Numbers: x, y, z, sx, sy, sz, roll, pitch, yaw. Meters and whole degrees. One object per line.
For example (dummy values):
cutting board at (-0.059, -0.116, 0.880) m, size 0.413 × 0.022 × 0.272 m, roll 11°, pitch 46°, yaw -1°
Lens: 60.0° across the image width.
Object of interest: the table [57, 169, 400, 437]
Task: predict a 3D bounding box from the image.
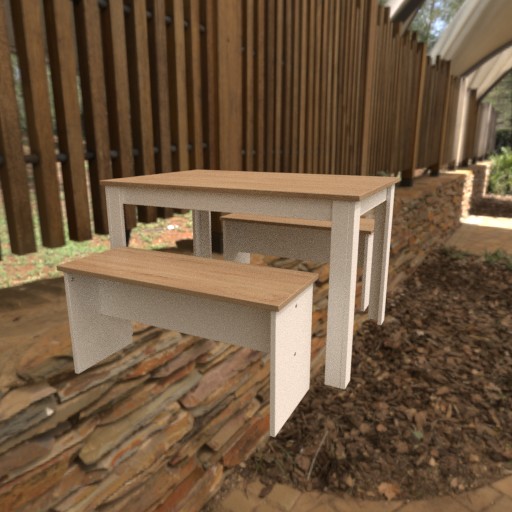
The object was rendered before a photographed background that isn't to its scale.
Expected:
table at (0.000, 0.000, 2.032) m, size 1.100 × 0.700 × 1.443 m, roll 7°, pitch 17°, yaw 26°
